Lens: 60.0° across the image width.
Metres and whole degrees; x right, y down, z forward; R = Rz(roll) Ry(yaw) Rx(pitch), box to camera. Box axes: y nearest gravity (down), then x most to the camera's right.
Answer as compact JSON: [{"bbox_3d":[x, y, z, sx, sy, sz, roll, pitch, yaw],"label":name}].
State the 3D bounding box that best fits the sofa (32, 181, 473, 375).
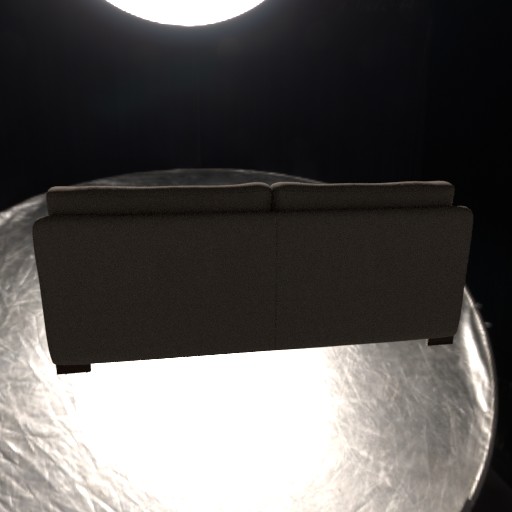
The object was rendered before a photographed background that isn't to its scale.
[{"bbox_3d":[0.000,0.000,2.823,2.354,0.980,0.962,-2,14,-9],"label":"sofa"}]
